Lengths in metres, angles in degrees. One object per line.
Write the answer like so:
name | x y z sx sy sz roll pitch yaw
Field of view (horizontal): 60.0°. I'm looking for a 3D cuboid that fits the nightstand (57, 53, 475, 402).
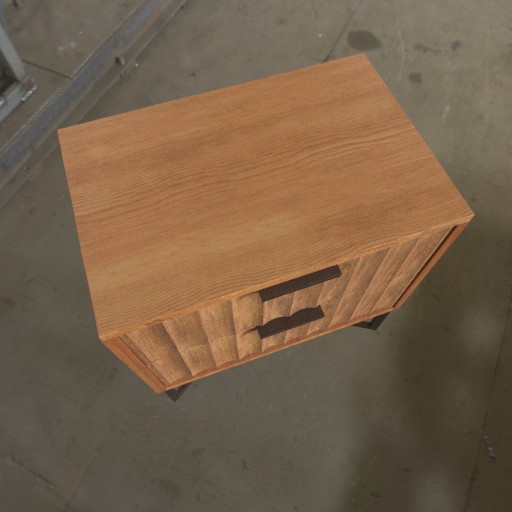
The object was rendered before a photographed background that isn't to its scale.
nightstand | 0.000 0.000 1.029 0.613 0.615 0.427 -18 64 -9
